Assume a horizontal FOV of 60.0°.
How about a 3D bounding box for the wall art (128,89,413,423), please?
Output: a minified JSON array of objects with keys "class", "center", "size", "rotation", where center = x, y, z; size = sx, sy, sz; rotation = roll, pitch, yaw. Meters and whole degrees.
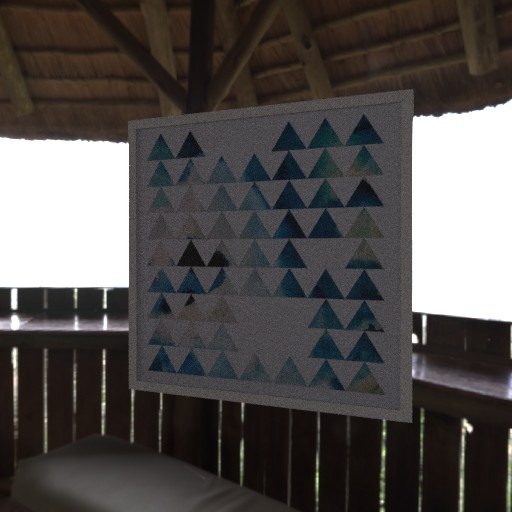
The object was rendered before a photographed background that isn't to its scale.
[{"class":"wall art","center":[0.000,0.000,0.836],"size":[0.557,0.557,0.012],"rotation":[0,1,19]}]
